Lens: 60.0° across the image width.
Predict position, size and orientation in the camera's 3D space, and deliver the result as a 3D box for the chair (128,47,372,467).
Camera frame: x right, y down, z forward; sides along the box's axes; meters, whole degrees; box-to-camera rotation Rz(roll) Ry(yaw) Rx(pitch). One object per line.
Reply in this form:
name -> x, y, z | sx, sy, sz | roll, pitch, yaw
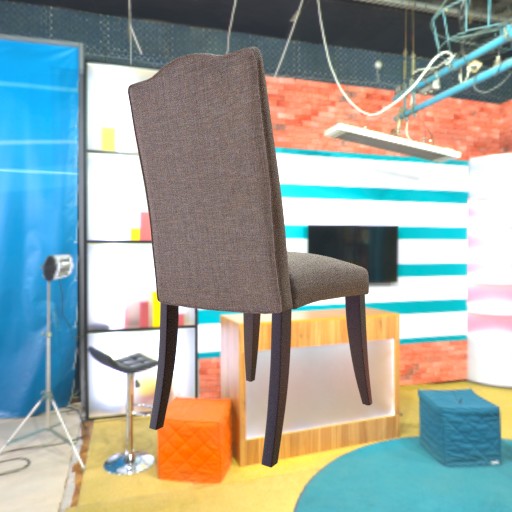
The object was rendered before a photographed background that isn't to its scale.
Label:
chair -> 0.000, 0.000, 1.381 | 0.513, 1.016, 0.660 | 0, 1, 34
